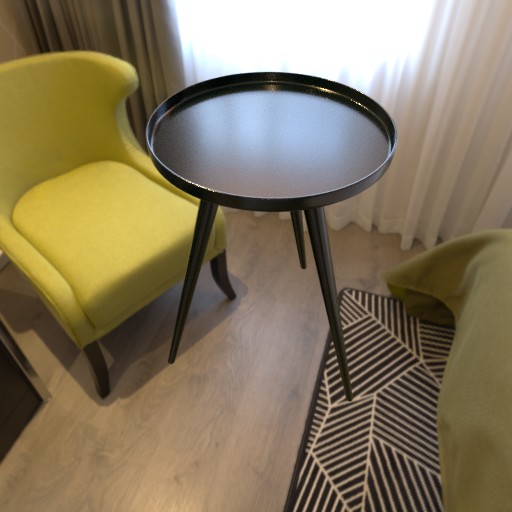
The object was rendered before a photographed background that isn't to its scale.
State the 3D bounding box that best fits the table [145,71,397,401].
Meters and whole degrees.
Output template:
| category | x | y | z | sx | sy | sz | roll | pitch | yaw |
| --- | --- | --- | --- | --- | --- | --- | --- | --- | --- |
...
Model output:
| category | x | y | z | sx | sy | sz | roll | pitch | yaw |
| --- | --- | --- | --- | --- | --- | --- | --- | --- | --- |
| table | 0.000 | 0.000 | 0.849 | 0.415 | 0.548 | 0.403 | -9 | 46 | -9 |
